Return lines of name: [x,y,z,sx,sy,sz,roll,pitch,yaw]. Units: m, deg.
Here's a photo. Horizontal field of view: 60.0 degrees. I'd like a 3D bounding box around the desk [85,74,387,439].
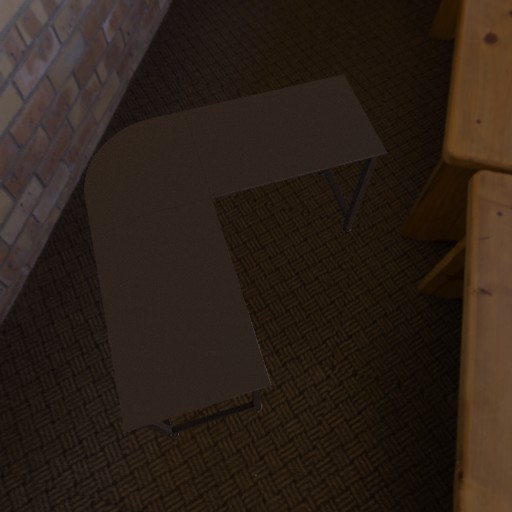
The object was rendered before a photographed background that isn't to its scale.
desk: [0.000,0.000,2.281,1.400,0.762,1.400,-16,65,-8]
